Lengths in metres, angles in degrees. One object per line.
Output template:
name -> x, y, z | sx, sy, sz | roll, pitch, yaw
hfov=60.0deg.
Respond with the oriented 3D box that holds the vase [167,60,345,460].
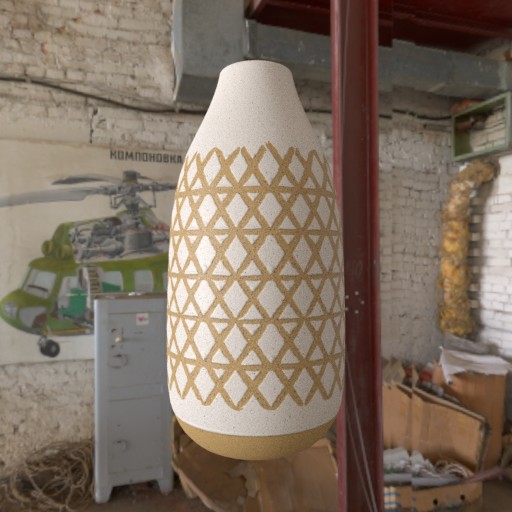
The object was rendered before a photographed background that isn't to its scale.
vase -> 0.000, 0.000, 0.468 | 0.186, 0.380, 0.186 | 0, 1, 0
